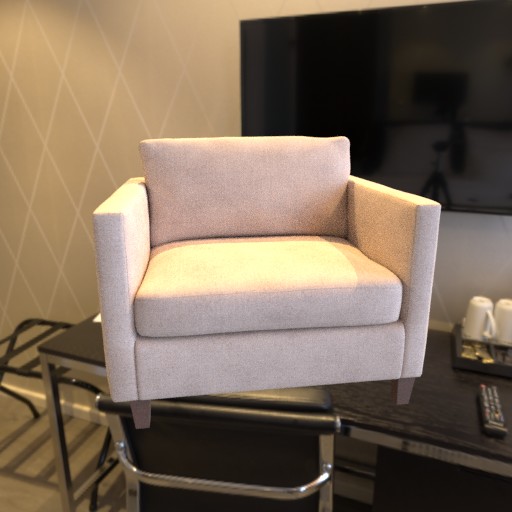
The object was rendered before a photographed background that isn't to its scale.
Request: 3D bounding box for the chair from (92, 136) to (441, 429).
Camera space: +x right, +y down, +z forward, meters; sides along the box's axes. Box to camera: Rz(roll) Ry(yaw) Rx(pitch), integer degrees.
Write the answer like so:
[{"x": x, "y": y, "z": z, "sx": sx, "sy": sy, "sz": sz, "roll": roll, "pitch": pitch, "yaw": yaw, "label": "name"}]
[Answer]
[{"x": 0.000, "y": 0.000, "z": 1.862, "sx": 1.133, "sy": 0.961, "sz": 0.959, "roll": -2, "pitch": 16, "yaw": -8, "label": "chair"}]
